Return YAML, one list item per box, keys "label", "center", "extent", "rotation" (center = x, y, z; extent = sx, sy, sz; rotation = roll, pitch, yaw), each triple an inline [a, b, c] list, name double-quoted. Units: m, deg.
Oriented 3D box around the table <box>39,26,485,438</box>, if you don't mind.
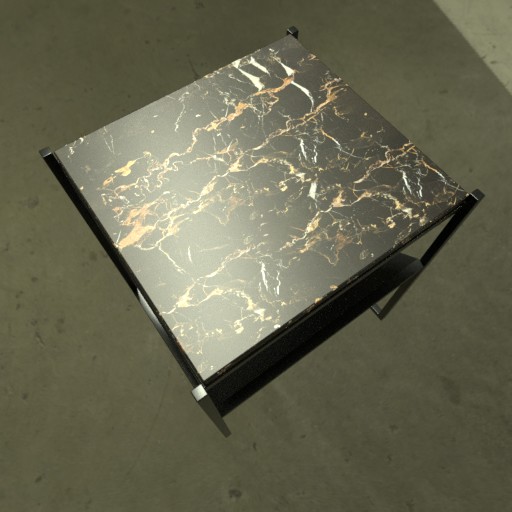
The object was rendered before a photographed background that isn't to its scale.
- label: "table"
  center: [0.000, 0.000, 0.865]
  extent: [0.469, 0.534, 0.432]
  rotation: [-33, 68, -15]
